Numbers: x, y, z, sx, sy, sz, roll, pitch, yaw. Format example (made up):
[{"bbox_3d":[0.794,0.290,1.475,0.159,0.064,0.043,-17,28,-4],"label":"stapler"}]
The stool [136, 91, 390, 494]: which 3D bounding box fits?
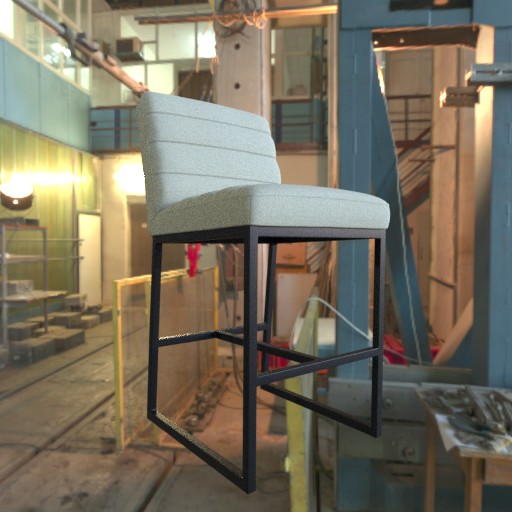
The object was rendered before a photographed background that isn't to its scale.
[{"bbox_3d":[0.000,0.000,1.212,0.460,0.940,0.560,-2,3,-38],"label":"stool"}]
